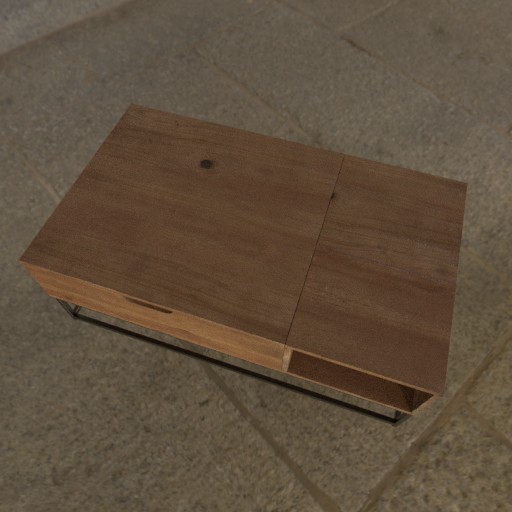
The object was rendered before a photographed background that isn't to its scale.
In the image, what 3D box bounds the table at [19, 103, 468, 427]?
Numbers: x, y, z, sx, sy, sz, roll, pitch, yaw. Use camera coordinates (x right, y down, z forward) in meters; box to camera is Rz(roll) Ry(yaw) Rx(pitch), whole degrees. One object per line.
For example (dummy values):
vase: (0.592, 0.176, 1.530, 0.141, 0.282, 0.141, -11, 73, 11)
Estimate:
table: (0.000, 0.000, 1.405, 1.101, 0.395, 0.655, 16, 60, 10)
